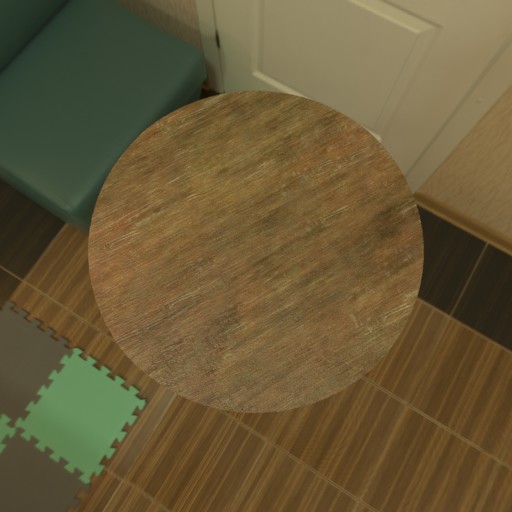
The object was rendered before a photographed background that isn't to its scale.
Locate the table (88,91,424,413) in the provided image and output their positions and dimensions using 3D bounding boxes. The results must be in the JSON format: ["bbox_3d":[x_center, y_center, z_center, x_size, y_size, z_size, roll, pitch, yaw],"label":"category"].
[{"bbox_3d":[0.000,0.000,1.508,0.974,0.450,0.974,0,75,0],"label":"table"}]
